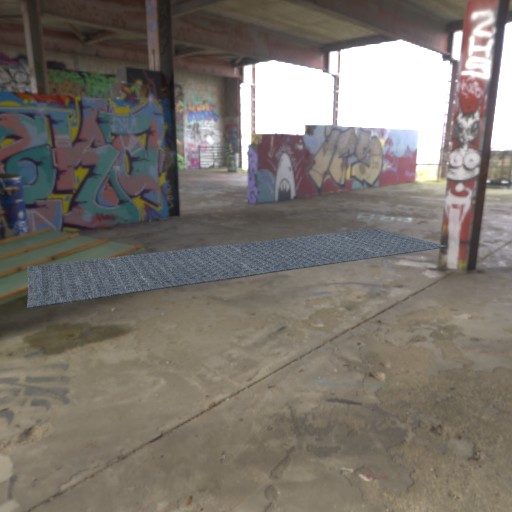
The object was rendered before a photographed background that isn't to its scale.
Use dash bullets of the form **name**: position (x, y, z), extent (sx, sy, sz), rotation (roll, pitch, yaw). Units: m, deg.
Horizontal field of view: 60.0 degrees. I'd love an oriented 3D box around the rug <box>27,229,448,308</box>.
- **rug**: position (0.000, 0.000, 2.649), extent (2.443, 0.008, 0.688), rotation (-7, 16, -25)
